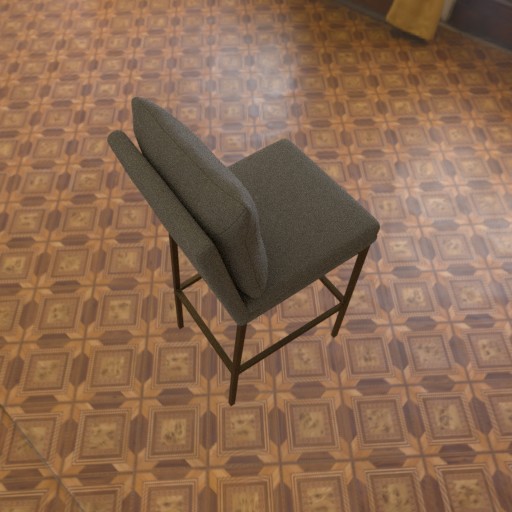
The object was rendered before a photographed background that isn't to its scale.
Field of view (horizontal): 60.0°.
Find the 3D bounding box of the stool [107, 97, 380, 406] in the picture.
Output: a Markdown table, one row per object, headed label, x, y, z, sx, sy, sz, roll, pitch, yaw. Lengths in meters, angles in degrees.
| label | x | y | z | sx | sy | sz | roll | pitch | yaw |
| --- | --- | --- | --- | --- | --- | --- | --- | --- | --- |
| stool | 0.000 | 0.000 | 1.436 | 0.569 | 1.132 | 0.463 | -30 | 61 | -19 |
